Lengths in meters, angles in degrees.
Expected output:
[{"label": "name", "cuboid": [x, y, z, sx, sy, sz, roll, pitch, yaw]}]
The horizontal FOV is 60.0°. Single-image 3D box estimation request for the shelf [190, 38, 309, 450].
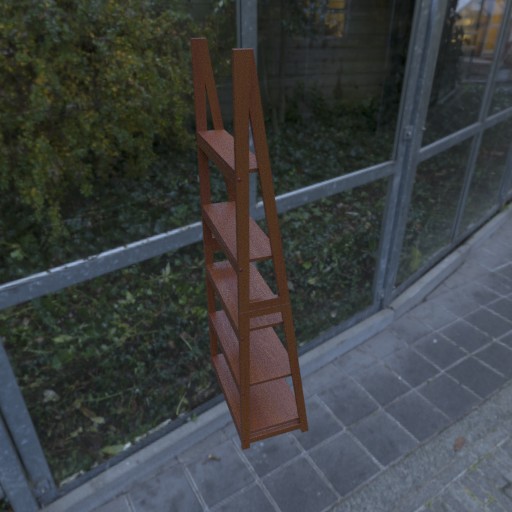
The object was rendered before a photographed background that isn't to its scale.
[{"label": "shelf", "cuboid": [0.000, 0.000, 2.042, 0.356, 1.780, 0.630, -10, 30, -17]}]
